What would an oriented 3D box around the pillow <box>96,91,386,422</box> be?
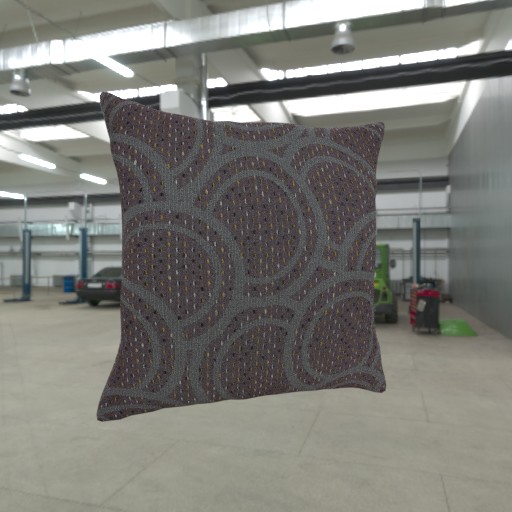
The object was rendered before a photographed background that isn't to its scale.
[{"bbox_3d":[0.000,0.000,0.763,0.514,0.513,0.163,0,-1,-18],"label":"pillow"}]
